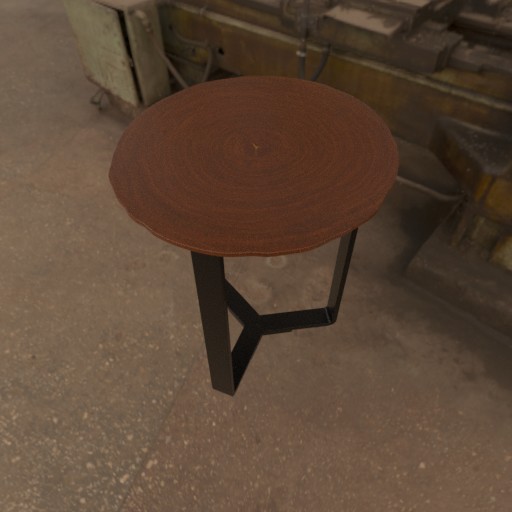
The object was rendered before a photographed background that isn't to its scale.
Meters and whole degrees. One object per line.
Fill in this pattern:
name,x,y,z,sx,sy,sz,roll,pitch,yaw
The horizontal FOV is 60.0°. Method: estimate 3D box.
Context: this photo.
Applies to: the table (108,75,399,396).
table,0.000,0.000,0.770,0.380,0.450,0.410,17,50,15
